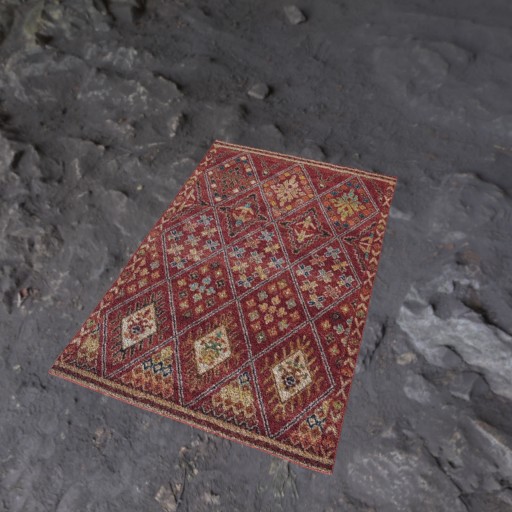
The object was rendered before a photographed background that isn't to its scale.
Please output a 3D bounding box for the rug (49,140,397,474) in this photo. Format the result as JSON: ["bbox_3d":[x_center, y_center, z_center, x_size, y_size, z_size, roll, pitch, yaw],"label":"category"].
[{"bbox_3d":[0.000,0.000,2.876,1.521,0.026,2.286,15,50,13],"label":"rug"}]
